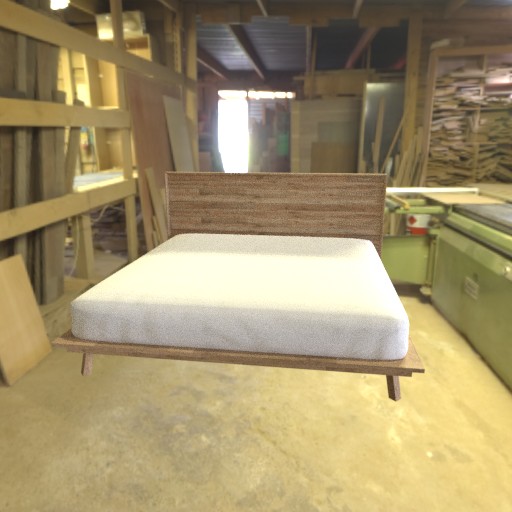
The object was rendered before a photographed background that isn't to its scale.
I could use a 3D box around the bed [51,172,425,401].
[{"bbox_3d":[0.000,0.000,3.353,2.116,1.100,2.167,2,15,8],"label":"bed"}]
